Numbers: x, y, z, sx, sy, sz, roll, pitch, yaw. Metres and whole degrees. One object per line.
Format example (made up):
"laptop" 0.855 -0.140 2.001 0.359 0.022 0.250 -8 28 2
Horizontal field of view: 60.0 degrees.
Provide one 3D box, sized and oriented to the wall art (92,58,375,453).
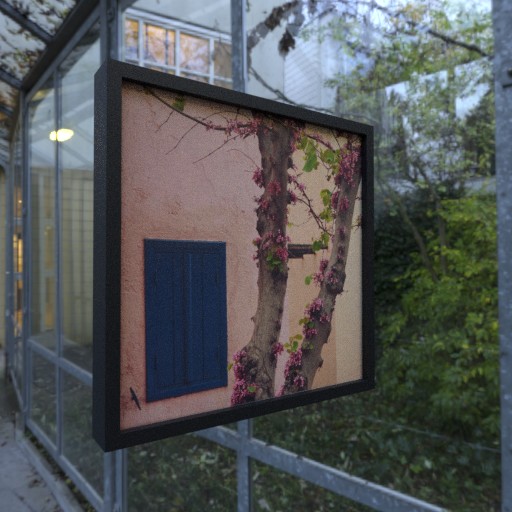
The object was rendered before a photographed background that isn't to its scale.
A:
"wall art" 0.000 0.000 0.442 0.305 0.304 0.038 1 -1 -34
